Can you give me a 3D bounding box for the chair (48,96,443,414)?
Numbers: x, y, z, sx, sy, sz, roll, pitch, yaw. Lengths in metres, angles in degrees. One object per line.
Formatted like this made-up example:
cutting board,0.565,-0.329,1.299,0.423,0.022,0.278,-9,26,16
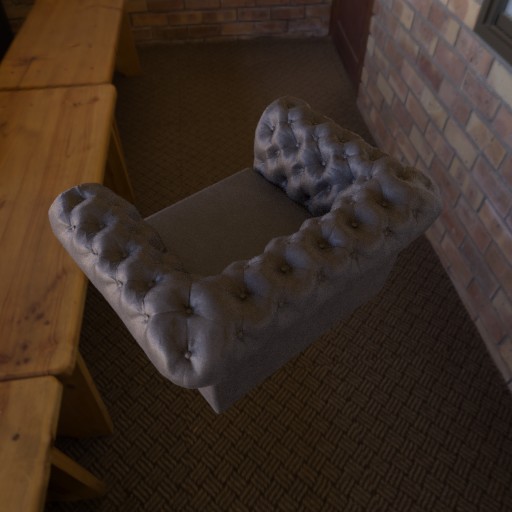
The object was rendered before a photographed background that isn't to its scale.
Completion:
chair,0.000,0.000,1.907,1.298,0.780,0.943,-31,55,-25
